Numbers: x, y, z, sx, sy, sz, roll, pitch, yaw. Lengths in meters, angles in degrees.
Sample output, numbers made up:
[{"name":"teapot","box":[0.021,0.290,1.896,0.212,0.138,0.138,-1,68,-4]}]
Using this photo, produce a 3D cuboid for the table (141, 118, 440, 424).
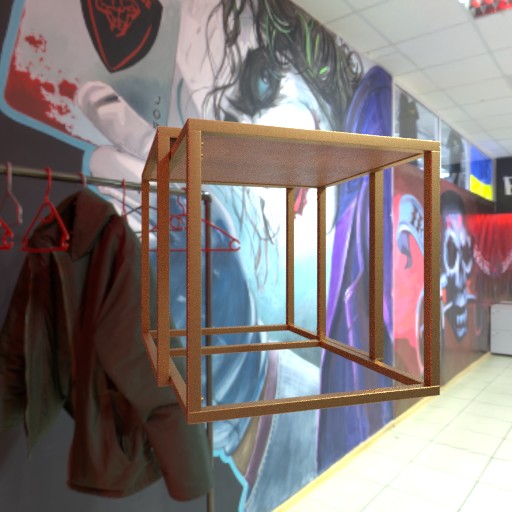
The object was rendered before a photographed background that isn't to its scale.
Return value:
[{"name":"table","box":[0.000,0.000,1.091,0.505,0.505,0.762,0,0,-18]}]
